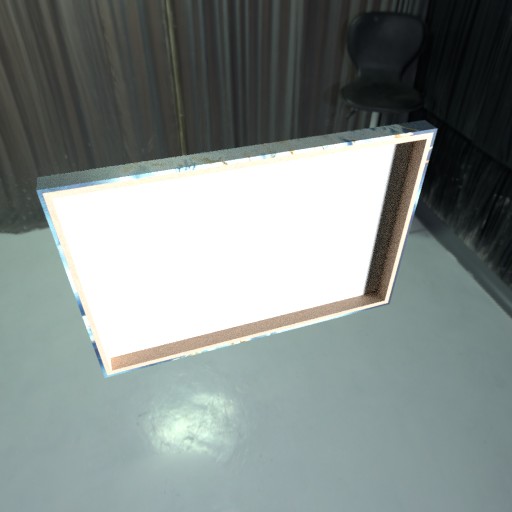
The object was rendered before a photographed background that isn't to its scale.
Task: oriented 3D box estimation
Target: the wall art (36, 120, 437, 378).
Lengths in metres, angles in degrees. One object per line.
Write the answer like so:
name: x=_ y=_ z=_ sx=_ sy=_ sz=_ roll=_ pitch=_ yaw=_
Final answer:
wall art: x=0.000 y=0.000 z=0.786 sx=0.607 sy=0.405 sz=0.036 roll=-12 pitch=41 yaw=-14
